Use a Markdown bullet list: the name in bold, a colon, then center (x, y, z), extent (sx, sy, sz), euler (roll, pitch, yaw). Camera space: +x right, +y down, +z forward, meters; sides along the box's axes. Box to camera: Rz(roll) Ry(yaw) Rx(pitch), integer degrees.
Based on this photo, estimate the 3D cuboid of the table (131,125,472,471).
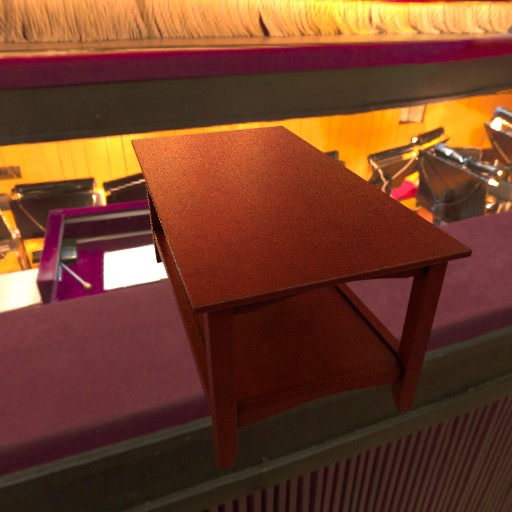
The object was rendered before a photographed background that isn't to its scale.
- **table**: center (0.000, 0.000, 1.253), extent (0.533, 0.456, 0.943), euler (-10, 32, -16)
